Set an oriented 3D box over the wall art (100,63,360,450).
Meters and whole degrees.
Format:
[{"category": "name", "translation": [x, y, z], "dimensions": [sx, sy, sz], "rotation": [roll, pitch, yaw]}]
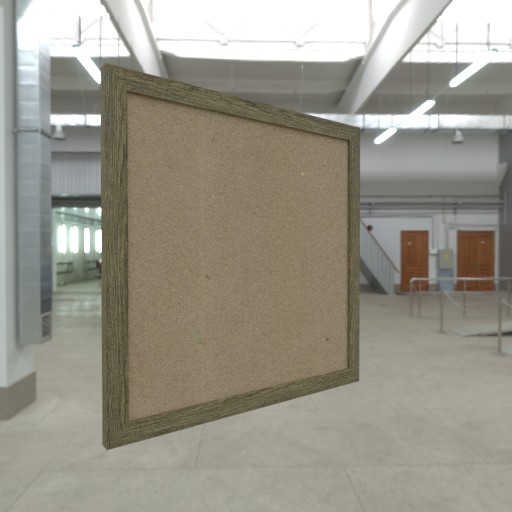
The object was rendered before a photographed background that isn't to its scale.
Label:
[{"category": "wall art", "translation": [0.000, 0.000, 0.742], "dimensions": [0.508, 0.508, 0.019], "rotation": [-1, 1, -37]}]
